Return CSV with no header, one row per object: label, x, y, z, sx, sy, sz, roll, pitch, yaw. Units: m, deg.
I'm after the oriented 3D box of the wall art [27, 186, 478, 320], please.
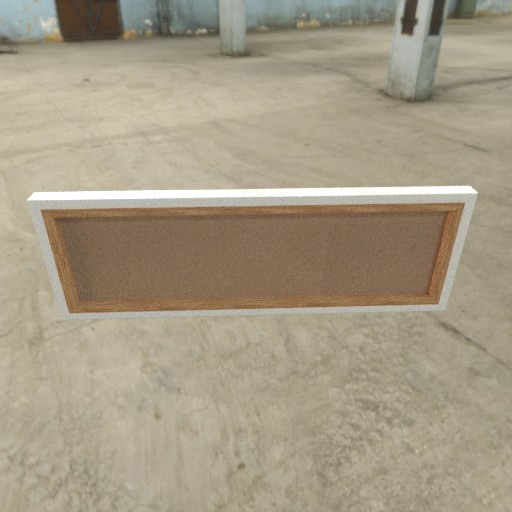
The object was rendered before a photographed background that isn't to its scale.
wall art,0.000,0.000,0.833,0.766,0.256,0.036,-1,31,-2
